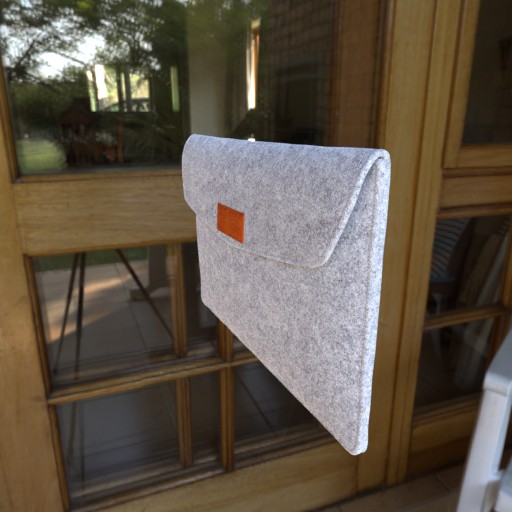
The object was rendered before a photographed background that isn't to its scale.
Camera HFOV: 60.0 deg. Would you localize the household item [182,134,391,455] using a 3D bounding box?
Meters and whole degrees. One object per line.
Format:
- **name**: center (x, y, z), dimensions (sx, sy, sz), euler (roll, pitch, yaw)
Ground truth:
- **household item**: center (0.000, 0.000, 0.432), dimensions (0.057, 0.221, 0.335), euler (-8, 19, -25)
